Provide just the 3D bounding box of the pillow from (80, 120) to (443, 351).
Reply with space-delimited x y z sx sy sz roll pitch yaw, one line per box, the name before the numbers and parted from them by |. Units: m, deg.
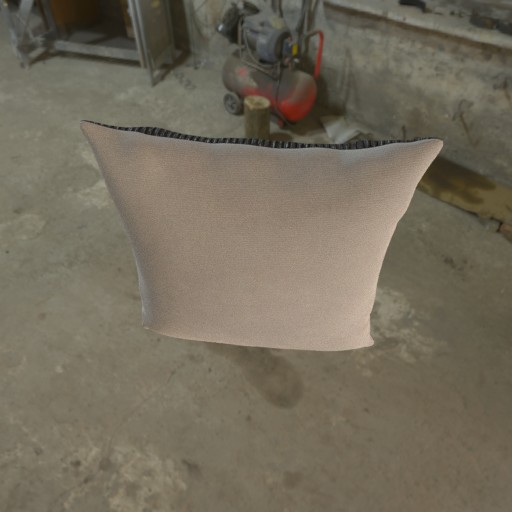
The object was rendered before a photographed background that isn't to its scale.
pillow | 0.000 0.000 0.676 0.433 0.434 0.196 4 46 4
